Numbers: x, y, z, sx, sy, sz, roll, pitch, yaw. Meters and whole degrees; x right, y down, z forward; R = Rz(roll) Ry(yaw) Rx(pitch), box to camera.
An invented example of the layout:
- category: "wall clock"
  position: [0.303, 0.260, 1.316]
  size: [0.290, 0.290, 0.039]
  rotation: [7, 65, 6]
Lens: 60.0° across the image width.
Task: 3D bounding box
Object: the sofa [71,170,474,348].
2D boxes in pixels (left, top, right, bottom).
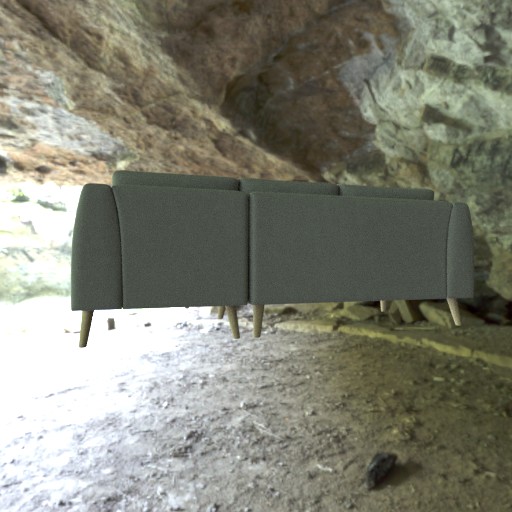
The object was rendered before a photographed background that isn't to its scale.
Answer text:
- category: "sofa"
  position: [0.000, 0.000, 3.072]
  size: [2.300, 0.860, 1.580]
  rotation: [0, -1, -19]
